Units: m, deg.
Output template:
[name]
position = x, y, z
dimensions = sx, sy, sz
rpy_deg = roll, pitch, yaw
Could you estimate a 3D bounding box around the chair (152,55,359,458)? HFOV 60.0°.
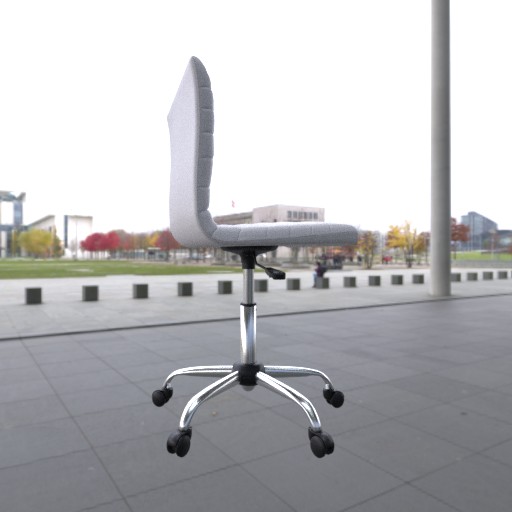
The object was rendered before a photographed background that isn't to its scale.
[chair]
position = 0.000, 0.000, 1.040
dimensions = 0.455, 0.750, 0.520
rpy_deg = 0, 0, -18
